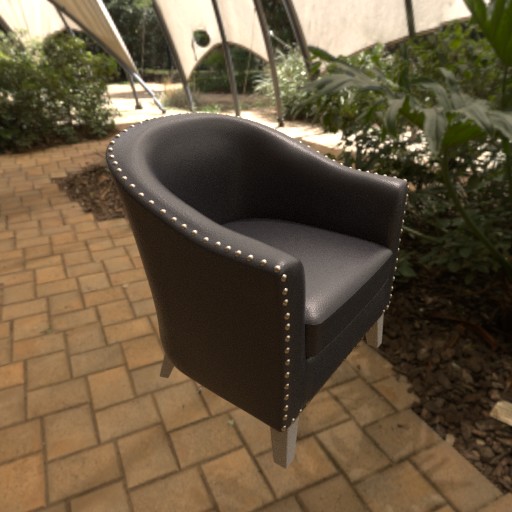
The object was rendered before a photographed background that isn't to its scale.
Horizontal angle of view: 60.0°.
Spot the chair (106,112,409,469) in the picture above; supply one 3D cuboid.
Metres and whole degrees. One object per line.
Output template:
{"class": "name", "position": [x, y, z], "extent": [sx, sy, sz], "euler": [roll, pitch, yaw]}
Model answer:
{"class": "chair", "position": [0.000, 0.000, 1.439], "extent": [0.748, 0.823, 0.794], "euler": [17, 31, 32]}
